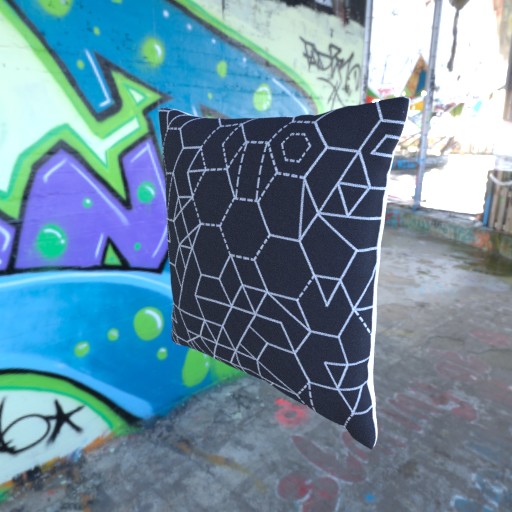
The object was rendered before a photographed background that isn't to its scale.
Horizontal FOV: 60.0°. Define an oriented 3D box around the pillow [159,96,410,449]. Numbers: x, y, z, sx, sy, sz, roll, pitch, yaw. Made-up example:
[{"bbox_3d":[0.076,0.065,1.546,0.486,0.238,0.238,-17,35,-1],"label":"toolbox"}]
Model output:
[{"bbox_3d":[0.000,0.000,0.777,0.517,0.508,0.158,15,21,41],"label":"pillow"}]
